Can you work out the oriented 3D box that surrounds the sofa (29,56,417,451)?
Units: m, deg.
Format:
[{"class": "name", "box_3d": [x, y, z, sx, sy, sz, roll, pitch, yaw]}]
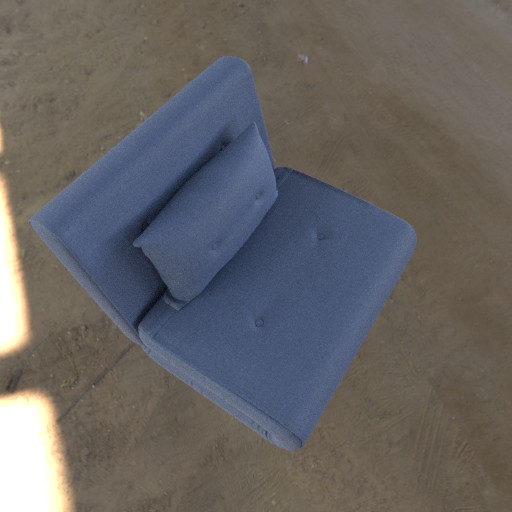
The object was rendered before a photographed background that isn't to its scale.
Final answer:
[{"class": "sofa", "box_3d": [0.000, 0.000, 1.708, 0.996, 0.860, 0.999, 29, 62, 17]}]
